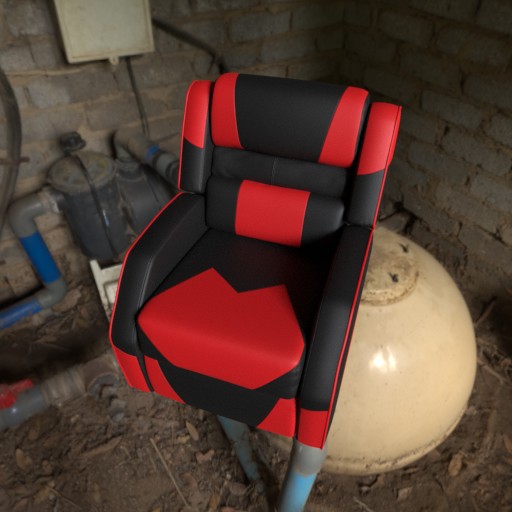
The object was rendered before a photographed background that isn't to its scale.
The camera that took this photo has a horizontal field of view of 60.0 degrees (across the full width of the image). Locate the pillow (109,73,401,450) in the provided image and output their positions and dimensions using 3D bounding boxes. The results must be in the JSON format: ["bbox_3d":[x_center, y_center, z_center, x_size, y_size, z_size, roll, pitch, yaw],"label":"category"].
[{"bbox_3d":[0.000,0.000,1.274,0.620,0.805,0.672,13,42,15],"label":"pillow"}]
